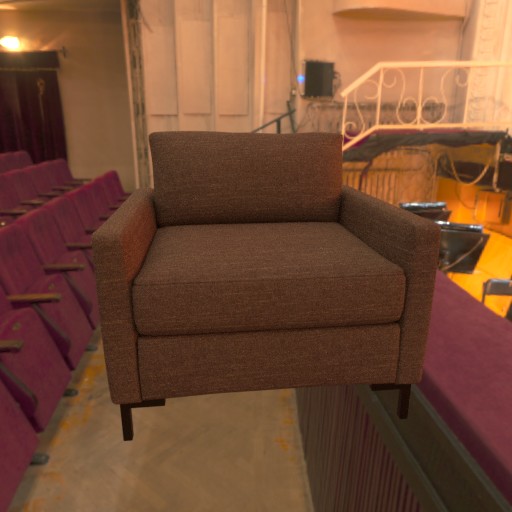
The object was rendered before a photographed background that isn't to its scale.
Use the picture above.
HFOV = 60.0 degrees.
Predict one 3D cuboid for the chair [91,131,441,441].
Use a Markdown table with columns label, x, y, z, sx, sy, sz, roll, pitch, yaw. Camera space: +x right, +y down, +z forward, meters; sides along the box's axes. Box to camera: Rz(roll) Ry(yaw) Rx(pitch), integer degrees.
| label | x | y | z | sx | sy | sz | roll | pitch | yaw |
| --- | --- | --- | --- | --- | --- | --- | --- | --- | --- |
| chair | 0.000 | 0.000 | 1.563 | 0.940 | 0.841 | 0.845 | -2 | 17 | -7 |
